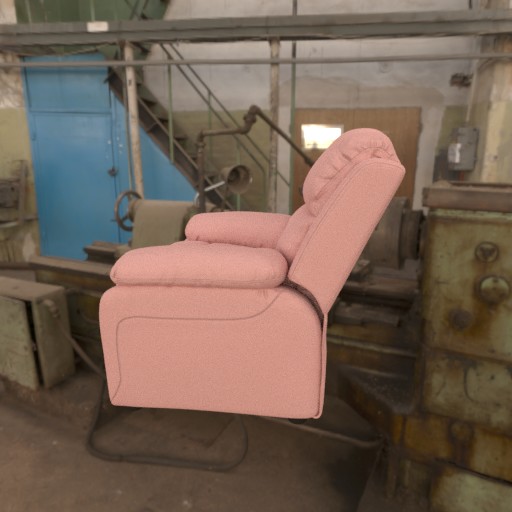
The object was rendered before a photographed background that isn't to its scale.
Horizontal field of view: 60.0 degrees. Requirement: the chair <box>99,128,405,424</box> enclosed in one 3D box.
[{"bbox_3d":[0.000,0.000,1.275,0.709,0.702,0.680,2,15,9],"label":"chair"}]
